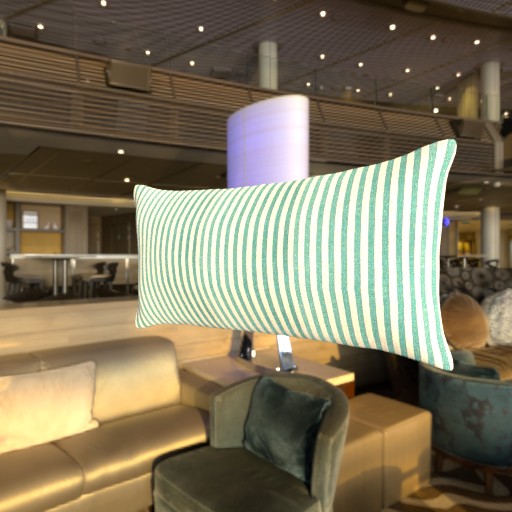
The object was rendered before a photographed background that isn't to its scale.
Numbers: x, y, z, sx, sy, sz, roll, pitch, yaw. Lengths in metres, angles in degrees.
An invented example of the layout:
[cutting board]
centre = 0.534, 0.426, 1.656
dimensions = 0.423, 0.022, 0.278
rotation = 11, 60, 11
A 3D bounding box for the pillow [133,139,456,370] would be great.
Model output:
[pillow]
centre = 0.000, 0.000, 0.736
dimensions = 0.617, 0.295, 0.151
rotation = 0, 0, 35
